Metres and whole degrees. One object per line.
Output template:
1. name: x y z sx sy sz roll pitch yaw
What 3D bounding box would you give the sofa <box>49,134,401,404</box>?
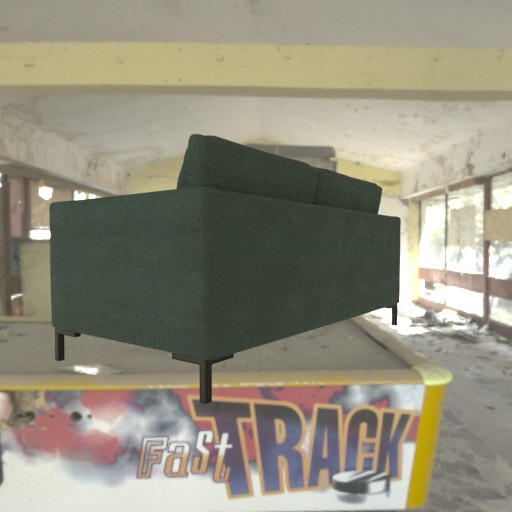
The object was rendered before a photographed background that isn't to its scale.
1. sofa: 0.000 0.000 2.166 0.875 0.817 1.676 1 2 37
